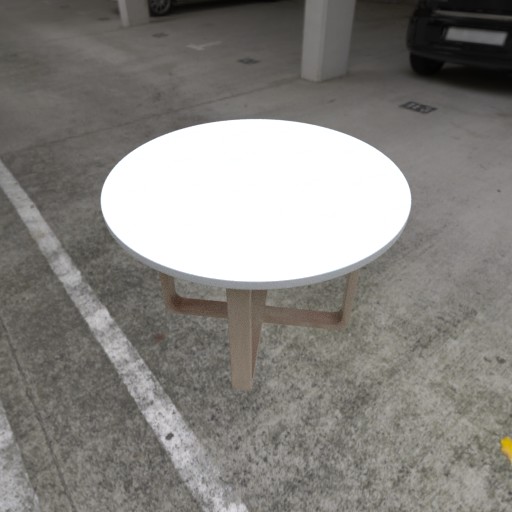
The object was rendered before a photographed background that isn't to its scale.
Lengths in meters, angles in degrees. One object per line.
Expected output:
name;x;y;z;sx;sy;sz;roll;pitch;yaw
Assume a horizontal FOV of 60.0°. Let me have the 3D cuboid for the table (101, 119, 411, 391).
table;0.000;0.000;1.013;0.600;0.400;0.600;0;40;0
